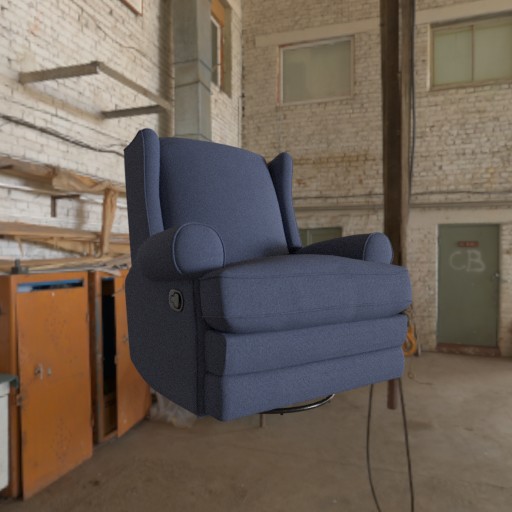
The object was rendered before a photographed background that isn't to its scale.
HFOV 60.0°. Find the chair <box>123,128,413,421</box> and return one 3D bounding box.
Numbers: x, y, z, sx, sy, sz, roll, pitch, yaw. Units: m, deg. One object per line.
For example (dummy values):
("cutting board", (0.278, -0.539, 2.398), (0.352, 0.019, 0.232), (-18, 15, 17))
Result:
("chair", (0.000, 0.000, 1.731), (0.971, 1.020, 0.877), (0, 0, -35))
